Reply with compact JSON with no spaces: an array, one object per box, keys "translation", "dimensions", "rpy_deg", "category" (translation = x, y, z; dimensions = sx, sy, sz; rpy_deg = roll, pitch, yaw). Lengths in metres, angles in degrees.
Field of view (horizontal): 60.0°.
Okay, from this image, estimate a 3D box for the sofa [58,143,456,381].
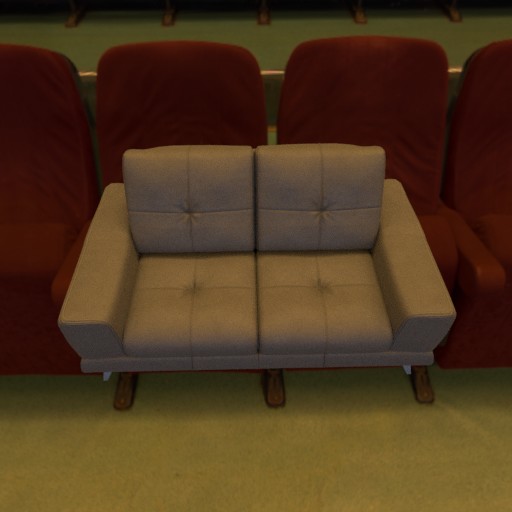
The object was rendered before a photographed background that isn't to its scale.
[{"translation":[0.000,0.000,2.343],"dimensions":[1.806,0.907,1.018],"rpy_deg":[-1,46,-1],"category":"sofa"}]
